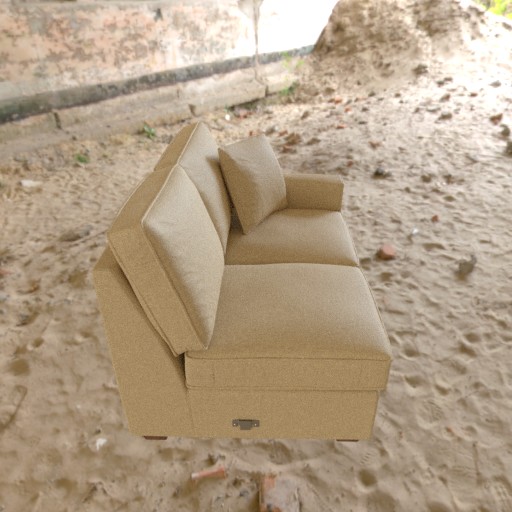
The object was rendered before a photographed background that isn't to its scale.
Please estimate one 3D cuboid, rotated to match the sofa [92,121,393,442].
[{"bbox_3d":[0.000,0.000,2.083,0.991,0.989,1.388,1,31,1],"label":"sofa"}]
